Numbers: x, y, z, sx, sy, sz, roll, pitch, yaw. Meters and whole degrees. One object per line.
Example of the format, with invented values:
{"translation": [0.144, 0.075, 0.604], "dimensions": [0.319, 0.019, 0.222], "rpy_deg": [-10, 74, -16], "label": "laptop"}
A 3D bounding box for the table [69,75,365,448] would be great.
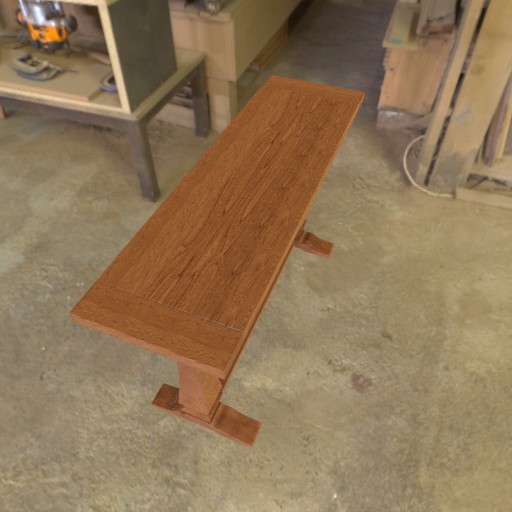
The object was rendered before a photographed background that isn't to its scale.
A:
{"translation": [0.000, 0.000, 1.880], "dimensions": [0.461, 0.852, 1.478], "rpy_deg": [17, 49, 15], "label": "table"}
